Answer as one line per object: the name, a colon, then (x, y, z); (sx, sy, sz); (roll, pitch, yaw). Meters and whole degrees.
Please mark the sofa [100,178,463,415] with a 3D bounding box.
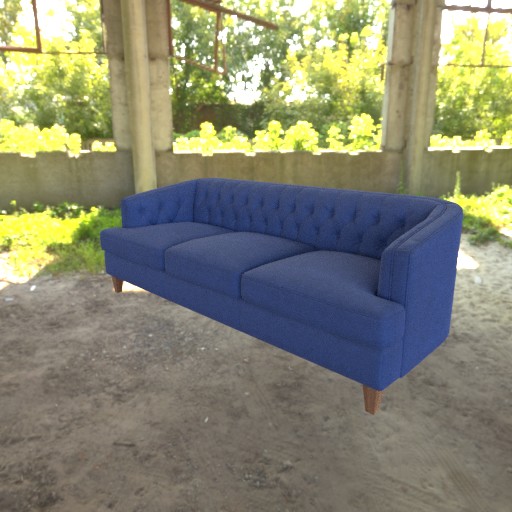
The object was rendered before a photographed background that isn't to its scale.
sofa: (0.000, 0.000, 2.679); (2.235, 0.787, 0.914); (14, 20, 43)
